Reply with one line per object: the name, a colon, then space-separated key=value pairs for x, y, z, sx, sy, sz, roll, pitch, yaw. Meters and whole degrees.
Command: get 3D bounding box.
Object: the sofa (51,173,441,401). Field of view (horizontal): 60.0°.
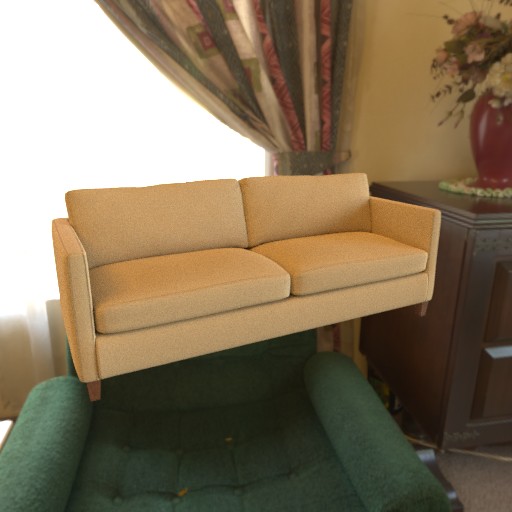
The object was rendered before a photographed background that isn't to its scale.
sofa: x=0.000 y=0.000 z=2.895 sx=2.361 sy=0.968 sz=0.951 roll=-8 pitch=18 yaw=-26
